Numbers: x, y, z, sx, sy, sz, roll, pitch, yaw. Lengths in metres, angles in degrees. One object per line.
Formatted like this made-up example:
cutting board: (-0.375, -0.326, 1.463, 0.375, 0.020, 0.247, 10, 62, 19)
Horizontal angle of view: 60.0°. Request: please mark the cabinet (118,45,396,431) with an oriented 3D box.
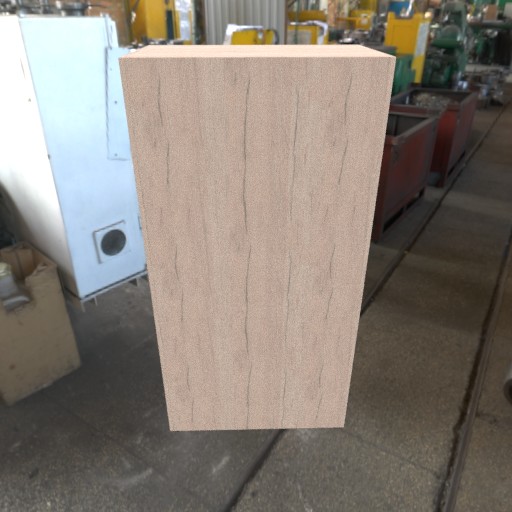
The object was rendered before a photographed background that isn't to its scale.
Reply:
cabinet: (0.000, 0.000, 2.285, 0.980, 1.930, 0.580, -1, 29, -1)
